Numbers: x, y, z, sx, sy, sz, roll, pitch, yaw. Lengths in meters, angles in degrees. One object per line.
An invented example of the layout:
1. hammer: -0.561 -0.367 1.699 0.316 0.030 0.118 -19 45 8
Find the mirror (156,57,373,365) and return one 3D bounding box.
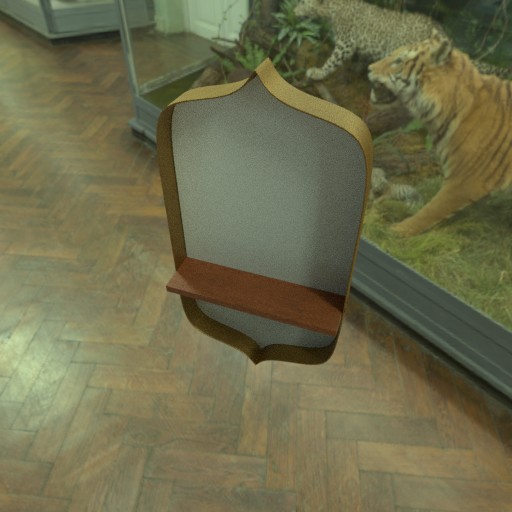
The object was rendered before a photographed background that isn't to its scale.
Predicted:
1. mirror: 0.000 0.000 0.748 0.323 0.613 0.096 13 43 15
